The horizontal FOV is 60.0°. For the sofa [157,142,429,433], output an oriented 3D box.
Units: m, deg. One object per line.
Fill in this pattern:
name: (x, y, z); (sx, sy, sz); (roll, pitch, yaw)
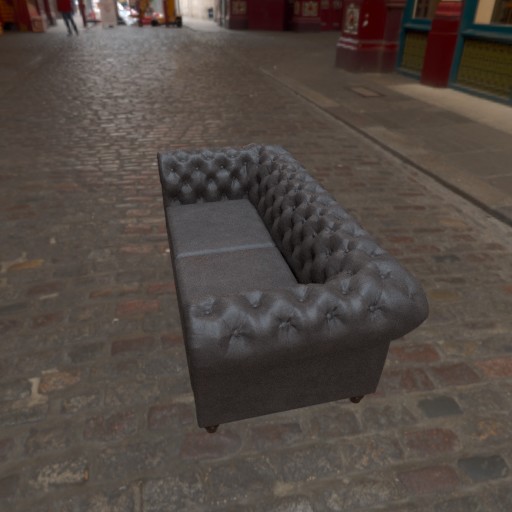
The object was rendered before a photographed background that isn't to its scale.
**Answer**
sofa: (0.000, 0.000, 2.517); (0.944, 0.779, 2.048); (-7, 32, -12)
